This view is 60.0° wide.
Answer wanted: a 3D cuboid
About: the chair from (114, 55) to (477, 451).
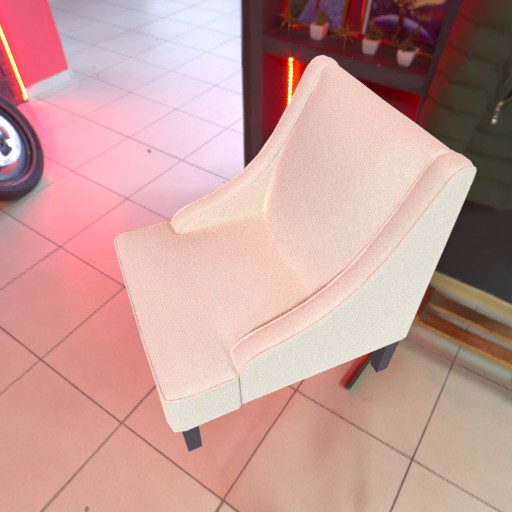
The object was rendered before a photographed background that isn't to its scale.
[{"bbox_3d":[0.000,0.000,1.392,0.806,0.886,0.689,-17,48,-16],"label":"chair"}]
